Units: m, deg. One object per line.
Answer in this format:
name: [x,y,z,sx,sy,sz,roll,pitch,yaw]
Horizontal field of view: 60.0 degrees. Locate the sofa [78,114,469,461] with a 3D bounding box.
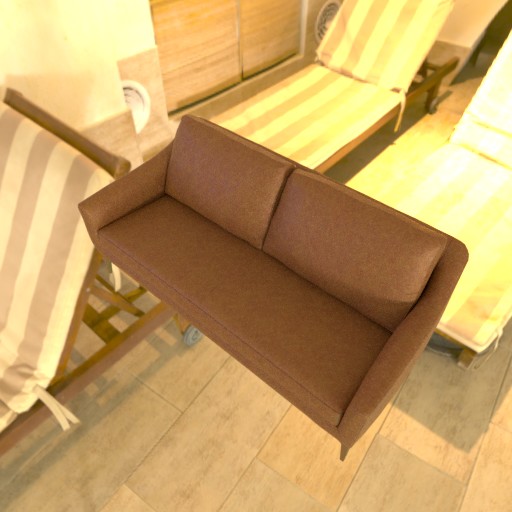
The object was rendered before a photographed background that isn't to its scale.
sofa: [0.000,0.000,2.553,2.036,0.945,0.981,32,54,27]
